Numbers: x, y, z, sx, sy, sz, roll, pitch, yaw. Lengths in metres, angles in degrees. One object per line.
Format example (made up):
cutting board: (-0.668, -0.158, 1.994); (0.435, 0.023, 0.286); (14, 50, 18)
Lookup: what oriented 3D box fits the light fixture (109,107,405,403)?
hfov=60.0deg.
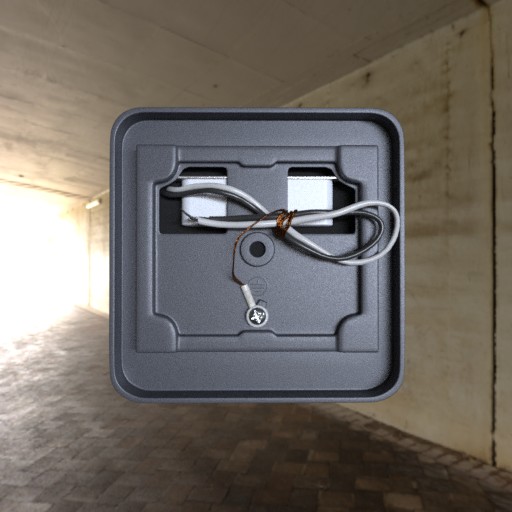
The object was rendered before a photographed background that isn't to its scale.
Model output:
light fixture: (0.000, 0.000, 0.221); (0.109, 0.109, 0.132); (0, 0, -1)
